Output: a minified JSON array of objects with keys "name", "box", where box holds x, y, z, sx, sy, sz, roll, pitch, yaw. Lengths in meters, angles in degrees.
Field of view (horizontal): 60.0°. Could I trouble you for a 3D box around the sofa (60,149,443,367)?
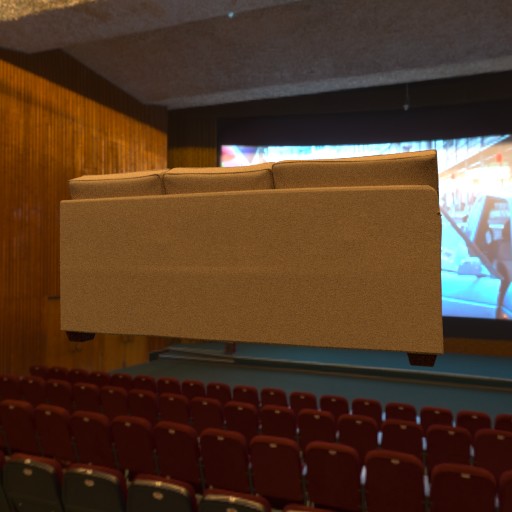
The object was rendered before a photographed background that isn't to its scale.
[{"name":"sofa","box":[0.000,0.000,2.594,1.962,0.946,1.034,0,-1,18]}]
